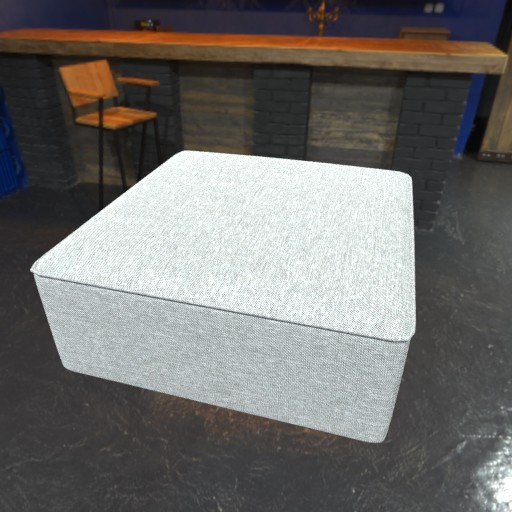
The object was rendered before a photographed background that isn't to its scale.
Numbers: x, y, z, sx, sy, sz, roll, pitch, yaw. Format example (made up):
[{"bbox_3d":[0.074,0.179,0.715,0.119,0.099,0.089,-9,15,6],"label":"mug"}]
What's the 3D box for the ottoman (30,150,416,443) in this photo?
[{"bbox_3d":[0.000,0.000,1.561,1.005,0.455,1.005,9,33,14],"label":"ottoman"}]
